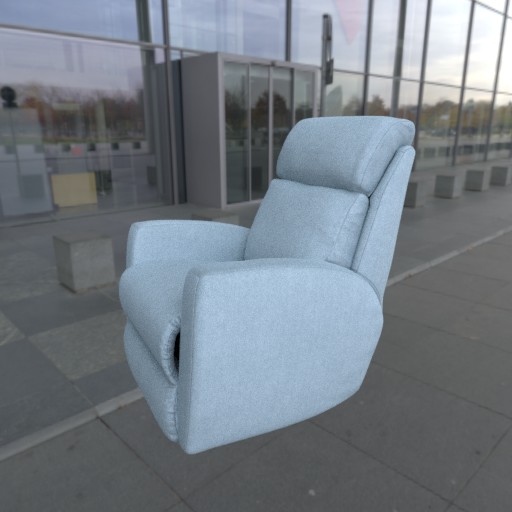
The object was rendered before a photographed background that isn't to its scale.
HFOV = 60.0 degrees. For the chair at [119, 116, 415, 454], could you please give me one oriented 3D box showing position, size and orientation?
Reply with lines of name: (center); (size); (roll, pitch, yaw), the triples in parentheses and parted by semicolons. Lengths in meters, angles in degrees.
chair: (0.000, 0.000, 1.675); (0.940, 1.013, 0.812); (-9, 18, -27)
